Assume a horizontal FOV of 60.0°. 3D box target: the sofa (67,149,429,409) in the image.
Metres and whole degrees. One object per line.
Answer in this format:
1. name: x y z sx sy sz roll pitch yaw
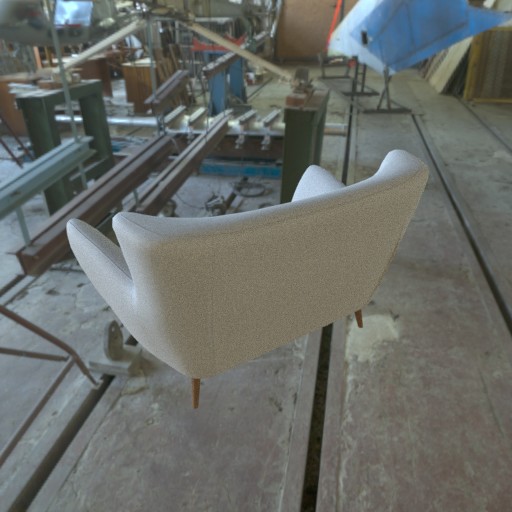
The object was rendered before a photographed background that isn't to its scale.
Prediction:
1. sofa: 0.000 0.000 2.018 1.424 0.878 0.921 -18 34 -29
